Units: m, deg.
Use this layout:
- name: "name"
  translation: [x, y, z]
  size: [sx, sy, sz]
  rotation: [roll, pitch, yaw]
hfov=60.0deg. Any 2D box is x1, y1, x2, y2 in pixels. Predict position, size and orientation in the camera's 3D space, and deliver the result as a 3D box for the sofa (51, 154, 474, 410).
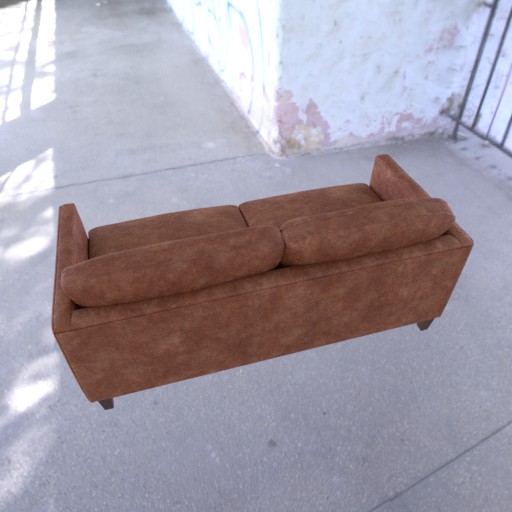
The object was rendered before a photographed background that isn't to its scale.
- name: "sofa"
  translation: [0.000, 0.000, 2.428]
  size: [1.971, 0.863, 0.923]
  rotation: [-11, 44, -12]
